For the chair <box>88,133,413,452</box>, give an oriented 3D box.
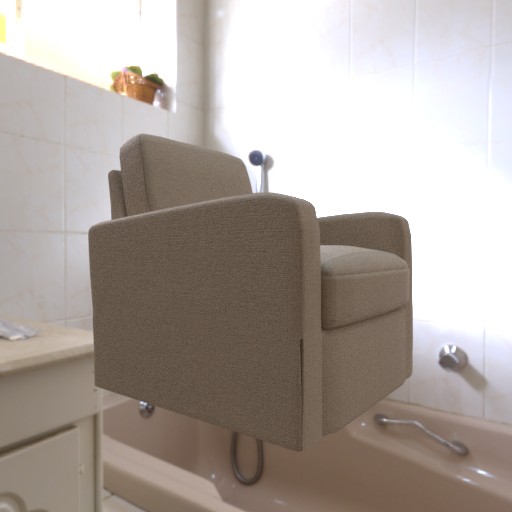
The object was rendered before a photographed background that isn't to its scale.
[{"bbox_3d":[0.000,0.000,1.485,0.888,0.827,0.755,1,1,37],"label":"chair"}]
